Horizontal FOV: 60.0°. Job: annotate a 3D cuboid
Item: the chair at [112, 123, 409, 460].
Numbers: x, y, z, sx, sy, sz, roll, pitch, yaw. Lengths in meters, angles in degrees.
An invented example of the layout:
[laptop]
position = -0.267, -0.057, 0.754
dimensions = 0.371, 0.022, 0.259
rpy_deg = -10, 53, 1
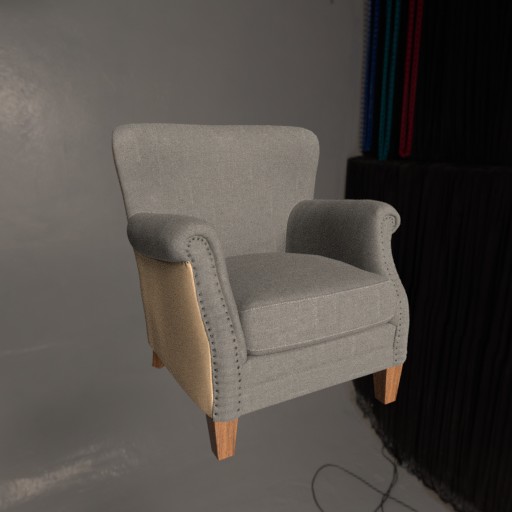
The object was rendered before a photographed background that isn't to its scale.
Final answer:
[chair]
position = 0.000, 0.000, 1.608
dimensions = 0.861, 0.936, 0.921
rpy_deg = -8, 16, -28
